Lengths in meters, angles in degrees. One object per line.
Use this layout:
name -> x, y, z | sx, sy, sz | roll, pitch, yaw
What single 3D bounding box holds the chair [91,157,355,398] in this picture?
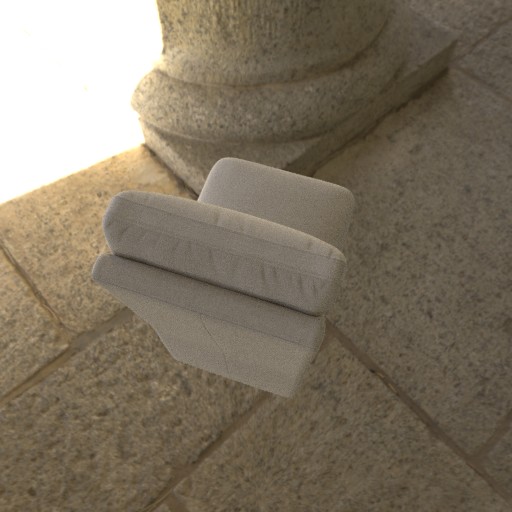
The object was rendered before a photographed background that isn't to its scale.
chair -> 0.000, 0.000, 1.340 | 0.503, 0.927, 0.698 | 16, 63, 9
